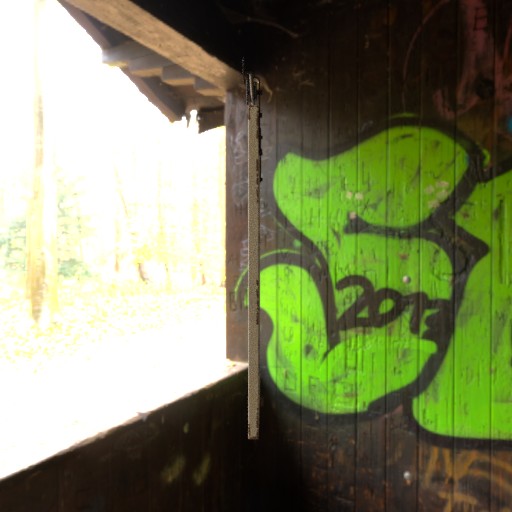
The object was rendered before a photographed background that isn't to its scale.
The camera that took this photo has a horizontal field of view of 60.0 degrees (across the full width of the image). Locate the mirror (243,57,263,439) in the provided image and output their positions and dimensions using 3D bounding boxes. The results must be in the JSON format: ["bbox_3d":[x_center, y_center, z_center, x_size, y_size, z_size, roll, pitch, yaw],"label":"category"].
[{"bbox_3d":[0.000,0.000,1.256,0.037,0.844,0.808,0,1,1],"label":"mirror"}]
